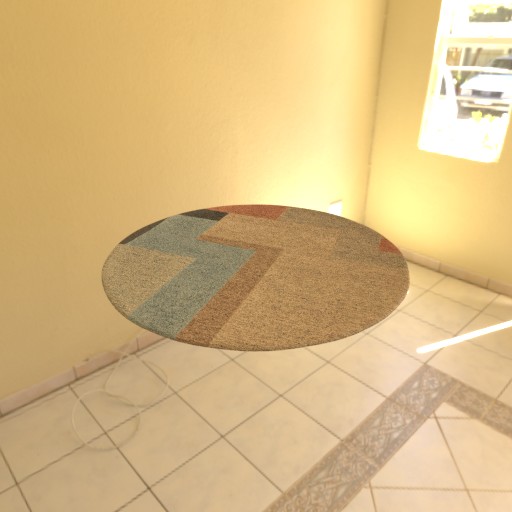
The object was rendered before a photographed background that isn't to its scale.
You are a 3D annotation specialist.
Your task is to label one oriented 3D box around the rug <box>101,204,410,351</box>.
[{"bbox_3d":[0.000,0.000,3.692,2.461,0.033,2.461,0,27,0],"label":"rug"}]
